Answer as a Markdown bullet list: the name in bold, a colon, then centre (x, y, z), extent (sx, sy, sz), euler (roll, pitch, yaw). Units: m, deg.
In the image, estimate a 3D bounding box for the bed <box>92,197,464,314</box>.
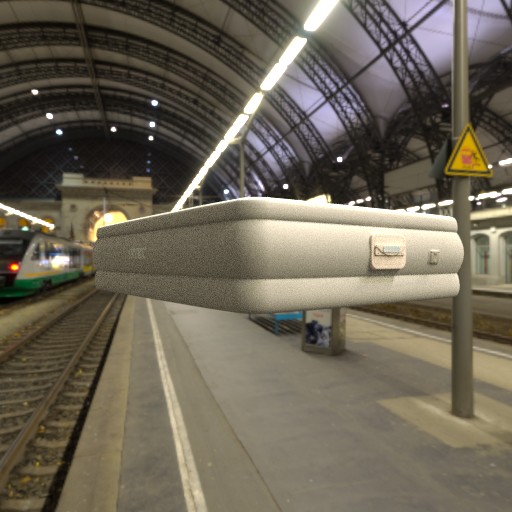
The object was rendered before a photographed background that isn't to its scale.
- **bed**: centre (0.000, 0.000, 2.773), extent (1.520, 0.460, 2.036), euler (0, -1, -36)
